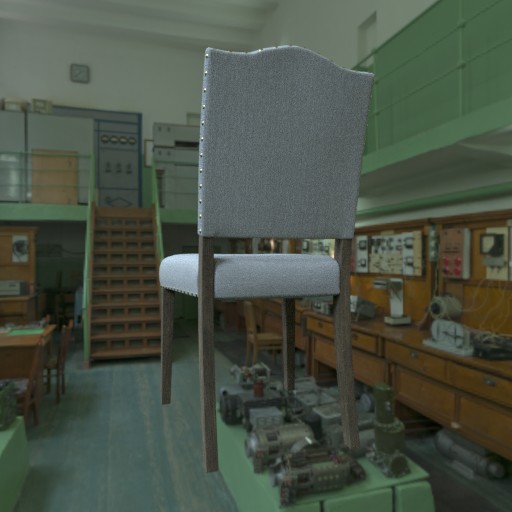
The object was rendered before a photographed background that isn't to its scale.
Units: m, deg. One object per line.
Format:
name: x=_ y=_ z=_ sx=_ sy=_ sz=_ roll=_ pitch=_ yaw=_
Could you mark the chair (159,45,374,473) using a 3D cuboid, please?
chair: x=0.000 y=0.000 z=1.342 sx=0.508 sy=1.020 sz=0.620 roll=0 pitch=0 yaw=-19
